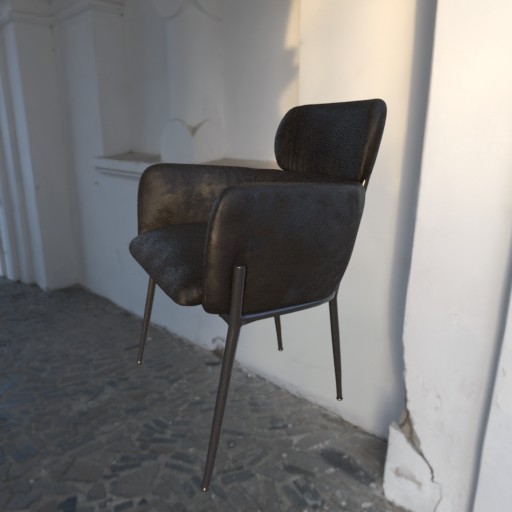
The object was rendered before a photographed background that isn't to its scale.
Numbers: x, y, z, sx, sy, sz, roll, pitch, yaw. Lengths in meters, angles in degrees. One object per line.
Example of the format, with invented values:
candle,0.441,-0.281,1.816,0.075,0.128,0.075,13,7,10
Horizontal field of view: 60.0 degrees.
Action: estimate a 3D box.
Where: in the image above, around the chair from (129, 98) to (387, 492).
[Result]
chair,0.000,0.000,1.219,0.604,0.818,0.640,-8,18,-26
